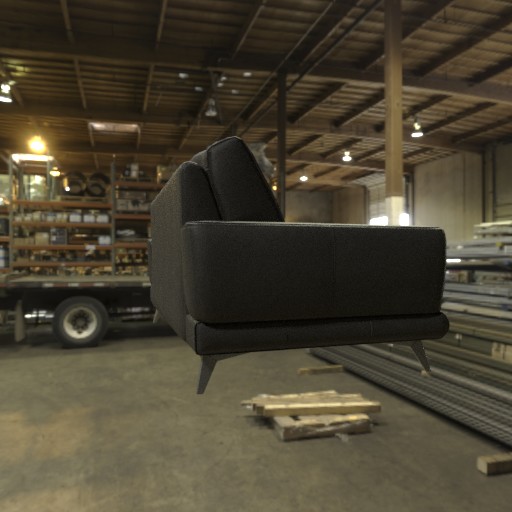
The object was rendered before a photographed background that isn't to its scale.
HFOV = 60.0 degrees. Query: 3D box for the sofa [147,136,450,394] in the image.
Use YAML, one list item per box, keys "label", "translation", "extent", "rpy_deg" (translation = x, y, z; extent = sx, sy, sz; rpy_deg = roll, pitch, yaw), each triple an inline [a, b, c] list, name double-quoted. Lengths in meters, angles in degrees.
- label: "sofa"
  translation: [0.000, 0.000, 2.376]
  extent: [1.018, 0.907, 1.806]
  rpy_deg: [0, 0, -18]
